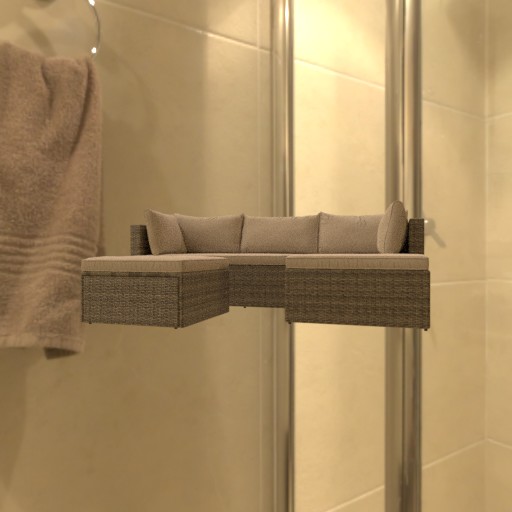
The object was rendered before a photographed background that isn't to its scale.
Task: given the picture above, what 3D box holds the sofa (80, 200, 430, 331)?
[{"bbox_3d":[0.000,0.000,3.065,2.192,0.766,1.662,0,0,18],"label":"sofa"}]
